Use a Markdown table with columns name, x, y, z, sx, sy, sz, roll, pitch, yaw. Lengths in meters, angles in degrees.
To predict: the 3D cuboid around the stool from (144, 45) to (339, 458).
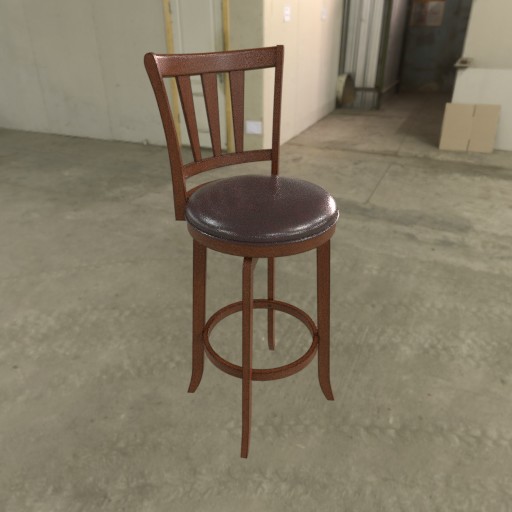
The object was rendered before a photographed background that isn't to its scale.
| name | x | y | z | sx | sy | sz | roll | pitch | yaw |
| --- | --- | --- | --- | --- | --- | --- | --- | --- | --- |
| stool | 0.000 | 0.000 | 1.405 | 0.464 | 1.177 | 0.503 | -20 | 35 | -32 |
